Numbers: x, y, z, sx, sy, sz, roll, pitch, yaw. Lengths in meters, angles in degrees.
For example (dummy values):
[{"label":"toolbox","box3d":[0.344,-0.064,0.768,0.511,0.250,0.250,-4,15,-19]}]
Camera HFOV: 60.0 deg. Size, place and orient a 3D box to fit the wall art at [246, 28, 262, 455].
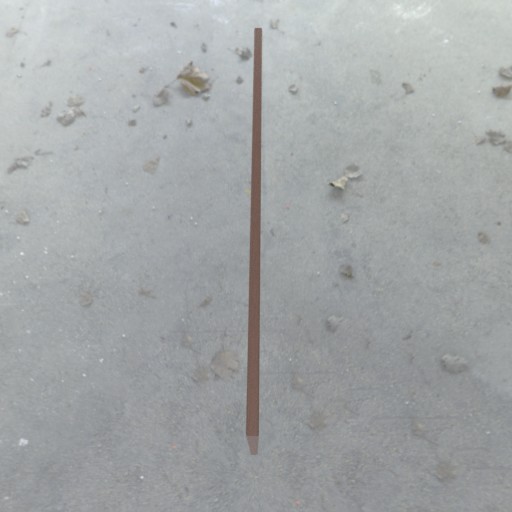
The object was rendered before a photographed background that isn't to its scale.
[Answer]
[{"label":"wall art","box3d":[0.000,0.000,0.827,0.014,0.455,0.660,1,64,0]}]
